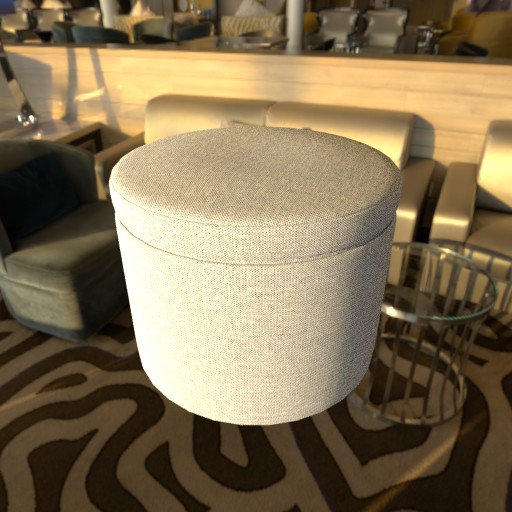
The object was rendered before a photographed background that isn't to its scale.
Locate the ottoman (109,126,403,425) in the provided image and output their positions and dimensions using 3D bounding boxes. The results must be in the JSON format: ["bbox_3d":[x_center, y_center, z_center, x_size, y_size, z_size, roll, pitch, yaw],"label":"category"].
[{"bbox_3d":[0.000,0.000,0.874,0.500,0.419,0.500,0,30,0],"label":"ottoman"}]
